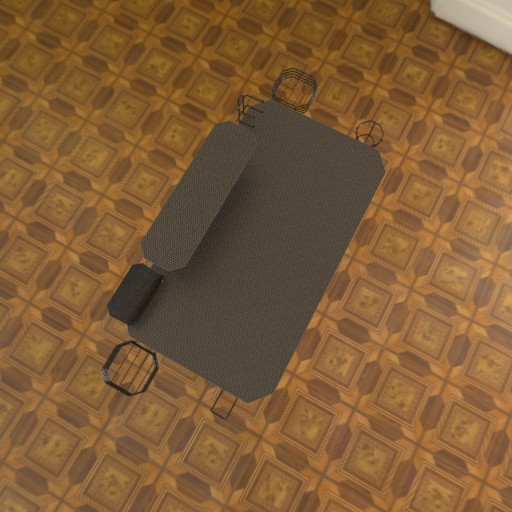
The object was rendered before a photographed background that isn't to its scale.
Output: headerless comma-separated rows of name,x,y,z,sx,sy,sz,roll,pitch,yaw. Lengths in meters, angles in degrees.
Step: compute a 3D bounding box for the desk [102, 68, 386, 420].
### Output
desk,0.000,0.000,1.769,0.580,0.880,1.290,28,78,7
